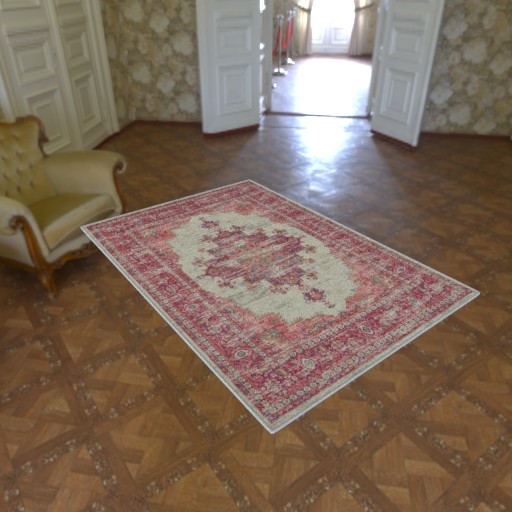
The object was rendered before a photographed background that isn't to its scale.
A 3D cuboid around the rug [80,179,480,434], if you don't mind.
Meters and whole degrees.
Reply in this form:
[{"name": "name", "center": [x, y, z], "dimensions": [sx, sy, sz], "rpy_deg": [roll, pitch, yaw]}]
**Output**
[{"name": "rug", "center": [0.000, 0.000, 3.743], "dimensions": [2.005, 0.014, 2.878], "rpy_deg": [-22, 37, -31]}]
